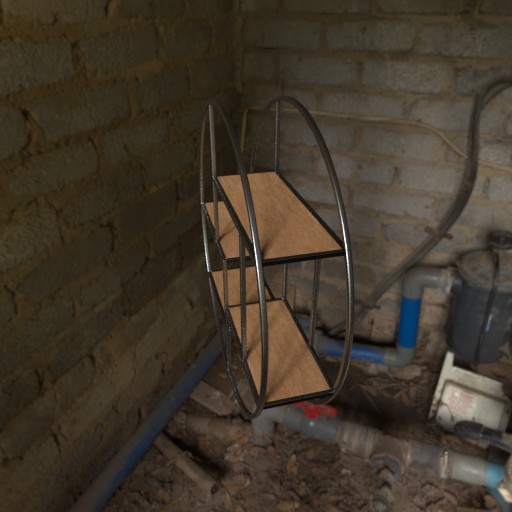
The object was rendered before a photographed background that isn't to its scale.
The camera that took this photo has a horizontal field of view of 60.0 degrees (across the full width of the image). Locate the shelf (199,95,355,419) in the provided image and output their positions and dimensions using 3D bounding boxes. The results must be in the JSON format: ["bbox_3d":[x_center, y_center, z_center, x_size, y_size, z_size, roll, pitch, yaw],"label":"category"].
[{"bbox_3d":[0.000,0.000,1.316,0.202,0.888,0.888,-7,31,-13],"label":"shelf"}]
